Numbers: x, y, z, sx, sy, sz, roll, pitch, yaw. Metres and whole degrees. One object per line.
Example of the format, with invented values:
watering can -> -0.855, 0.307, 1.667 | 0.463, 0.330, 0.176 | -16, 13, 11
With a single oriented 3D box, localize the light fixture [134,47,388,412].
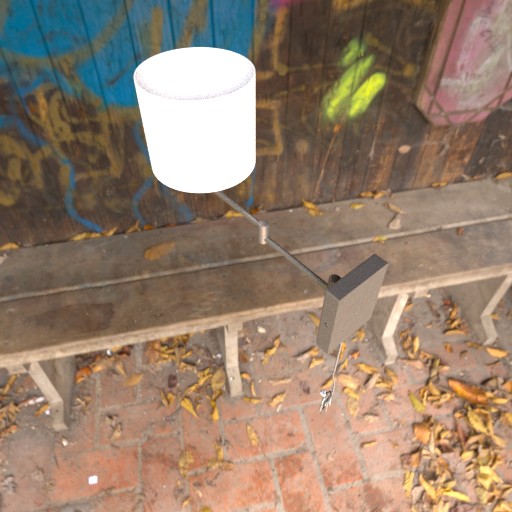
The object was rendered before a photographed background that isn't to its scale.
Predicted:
light fixture -> 0.000, 0.000, 0.900 | 0.203, 0.651, 0.516 | -32, 54, -27
